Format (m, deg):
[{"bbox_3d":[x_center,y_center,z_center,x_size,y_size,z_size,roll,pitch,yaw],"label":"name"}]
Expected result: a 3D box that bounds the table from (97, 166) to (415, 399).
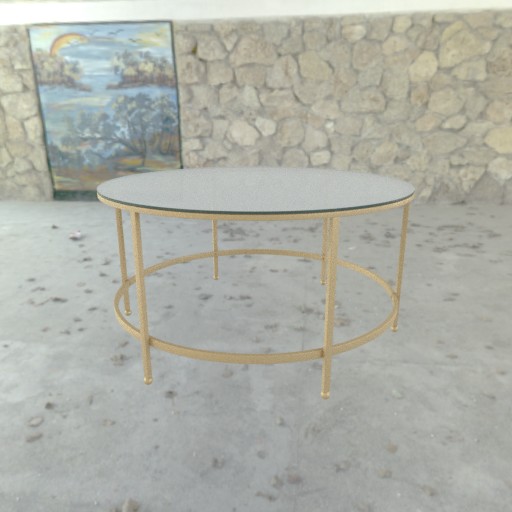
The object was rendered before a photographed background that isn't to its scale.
[{"bbox_3d":[0.000,0.000,1.407,0.914,0.470,0.914,0,17,0],"label":"table"}]
